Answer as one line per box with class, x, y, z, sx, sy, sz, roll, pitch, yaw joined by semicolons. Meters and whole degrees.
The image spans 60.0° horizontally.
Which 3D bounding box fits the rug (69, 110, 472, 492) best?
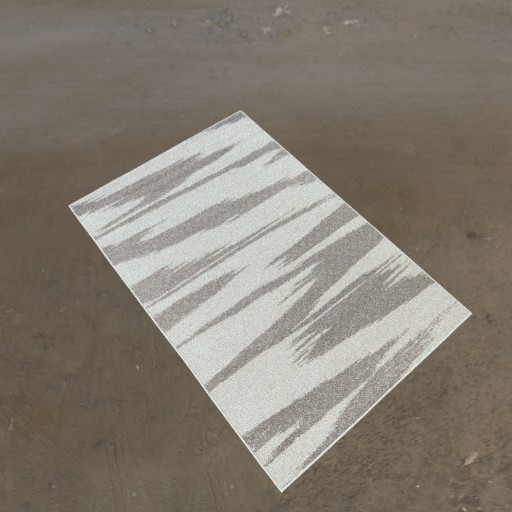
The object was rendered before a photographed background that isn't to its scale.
rug;0.000;0.000;2.313;1.225;0.008;1.827;-35;65;-19
